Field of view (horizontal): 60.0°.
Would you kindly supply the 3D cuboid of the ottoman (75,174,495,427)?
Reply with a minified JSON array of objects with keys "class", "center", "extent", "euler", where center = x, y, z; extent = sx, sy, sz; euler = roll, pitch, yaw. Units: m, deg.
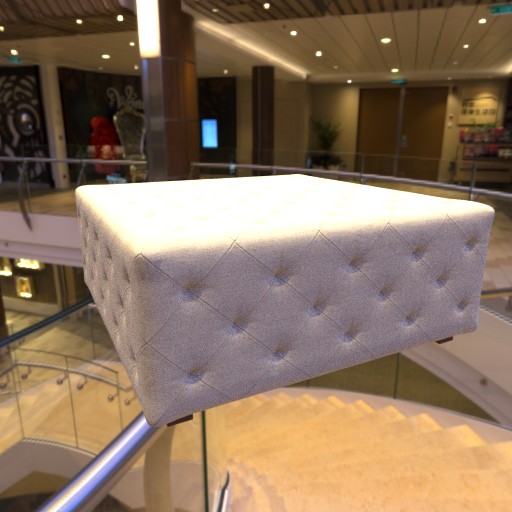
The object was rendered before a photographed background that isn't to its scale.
[{"class":"ottoman","center":[0.000,0.000,1.523],"extent":[1.028,0.439,1.028],"euler":[-8,18,-26]}]
